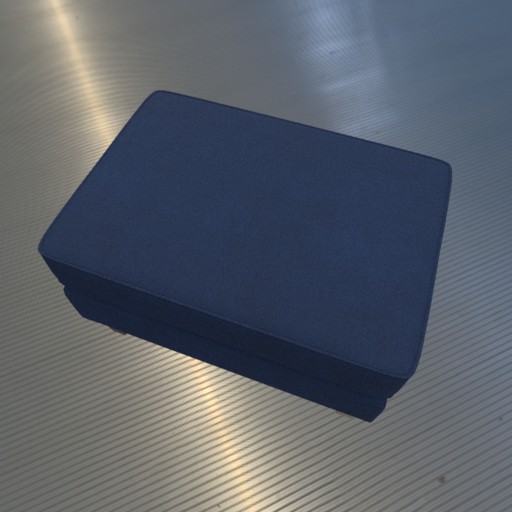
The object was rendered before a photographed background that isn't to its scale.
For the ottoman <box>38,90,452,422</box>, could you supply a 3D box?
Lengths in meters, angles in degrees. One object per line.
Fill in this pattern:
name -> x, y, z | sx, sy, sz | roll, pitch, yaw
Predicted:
ottoman -> 0.000, 0.000, 1.390 | 0.965, 0.584, 0.686 | 17, 60, 10
